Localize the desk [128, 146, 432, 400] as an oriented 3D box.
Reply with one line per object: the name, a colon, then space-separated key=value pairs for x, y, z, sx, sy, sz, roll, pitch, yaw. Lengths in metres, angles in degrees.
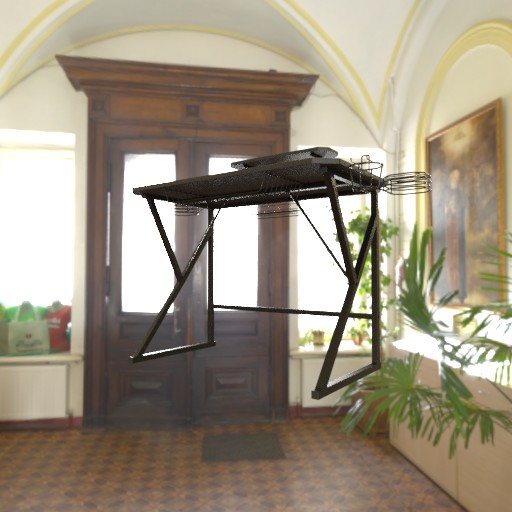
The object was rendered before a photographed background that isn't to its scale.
desk: x=0.000 y=0.000 z=1.812 sx=1.290 sy=0.880 sz=0.580 roll=-1 pitch=-2 yaw=36
